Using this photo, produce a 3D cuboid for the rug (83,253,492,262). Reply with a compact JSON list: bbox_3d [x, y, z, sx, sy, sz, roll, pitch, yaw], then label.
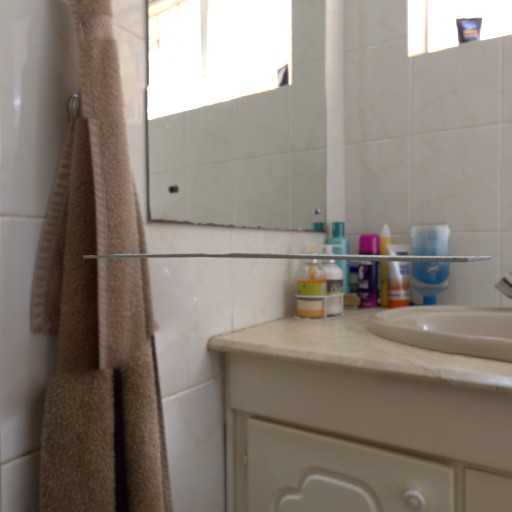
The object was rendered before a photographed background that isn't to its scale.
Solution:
[{"bbox_3d":[0.000,0.000,2.547,2.341,0.037,0.675,0,1,35],"label":"rug"}]
